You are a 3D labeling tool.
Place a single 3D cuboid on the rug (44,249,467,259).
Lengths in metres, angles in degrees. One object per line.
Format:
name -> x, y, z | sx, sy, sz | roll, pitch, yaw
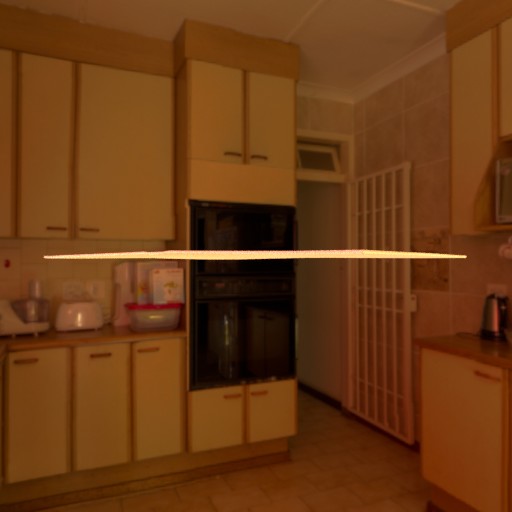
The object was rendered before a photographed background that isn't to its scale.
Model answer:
rug -> 0.000, 0.000, 4.193 | 3.202, 0.045, 2.434 | -1, -1, 37
